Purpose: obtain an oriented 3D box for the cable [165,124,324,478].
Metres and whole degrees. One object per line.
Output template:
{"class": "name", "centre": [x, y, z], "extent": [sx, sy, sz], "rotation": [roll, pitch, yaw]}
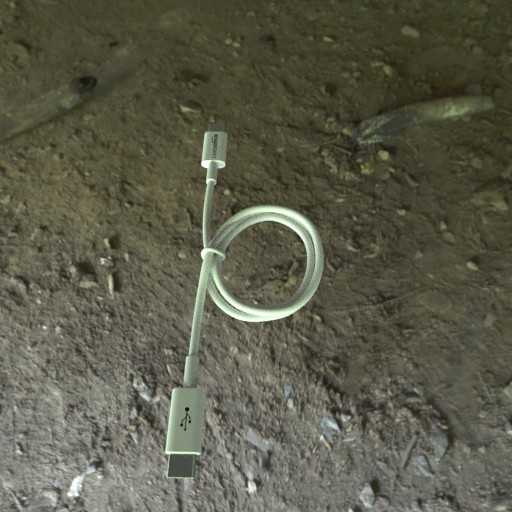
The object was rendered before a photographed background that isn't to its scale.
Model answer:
{"class": "cable", "centre": [0.000, 0.000, 0.225], "extent": [0.070, 0.014, 0.203], "rotation": [1, 57, 0]}
